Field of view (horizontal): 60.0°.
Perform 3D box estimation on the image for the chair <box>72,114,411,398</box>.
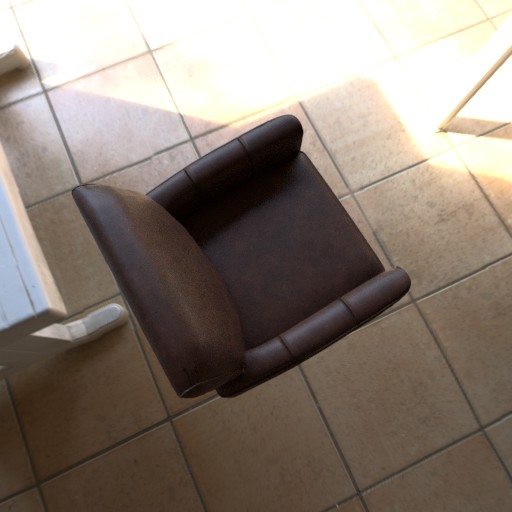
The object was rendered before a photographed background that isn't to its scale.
[{"bbox_3d":[0.000,0.000,1.663,0.850,1.010,0.839,-30,77,-8],"label":"chair"}]
